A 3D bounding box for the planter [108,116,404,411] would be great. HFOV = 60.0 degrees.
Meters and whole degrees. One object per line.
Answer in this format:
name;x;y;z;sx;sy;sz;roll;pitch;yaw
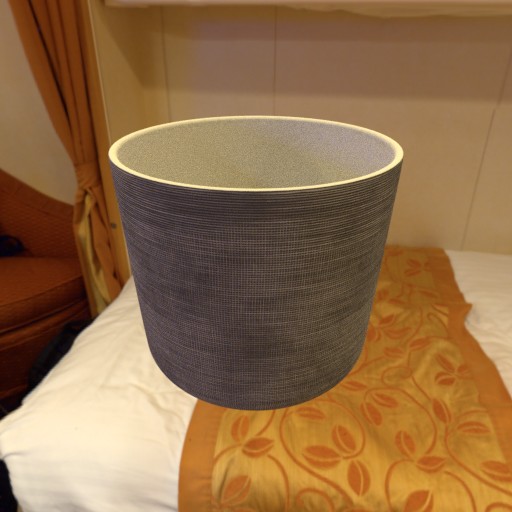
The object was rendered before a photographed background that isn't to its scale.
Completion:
planter;0.000;0.000;0.780;0.440;0.398;0.440;0;28;0
